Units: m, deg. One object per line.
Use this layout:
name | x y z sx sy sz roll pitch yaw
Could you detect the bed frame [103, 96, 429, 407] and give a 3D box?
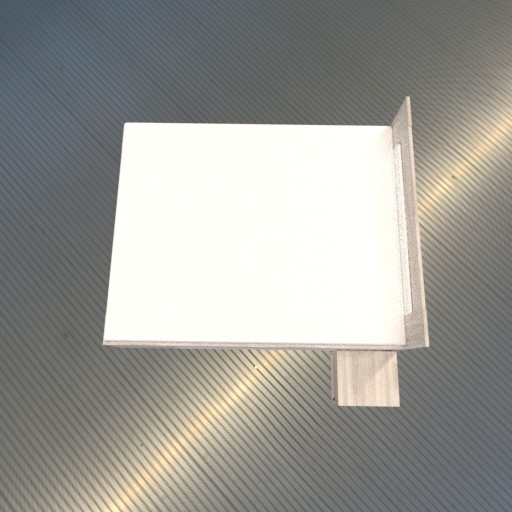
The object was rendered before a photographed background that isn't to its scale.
bed frame | 0.000 0.000 3.172 2.050 0.860 2.040 1 76 0
